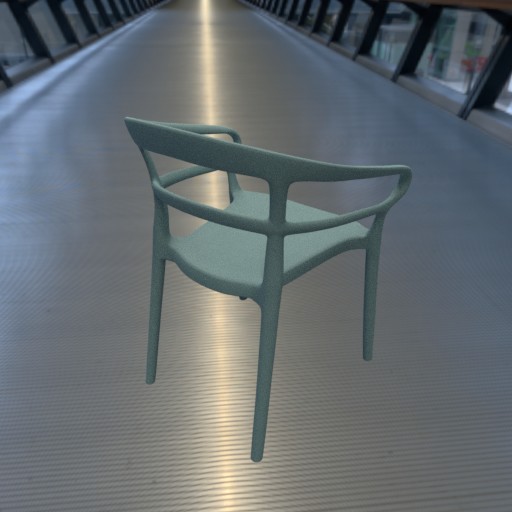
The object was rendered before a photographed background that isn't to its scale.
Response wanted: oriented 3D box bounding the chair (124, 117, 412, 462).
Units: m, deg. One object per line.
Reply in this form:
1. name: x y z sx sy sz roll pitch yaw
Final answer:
1. chair: 0.000 0.000 1.132 0.559 0.761 0.527 22 37 33
